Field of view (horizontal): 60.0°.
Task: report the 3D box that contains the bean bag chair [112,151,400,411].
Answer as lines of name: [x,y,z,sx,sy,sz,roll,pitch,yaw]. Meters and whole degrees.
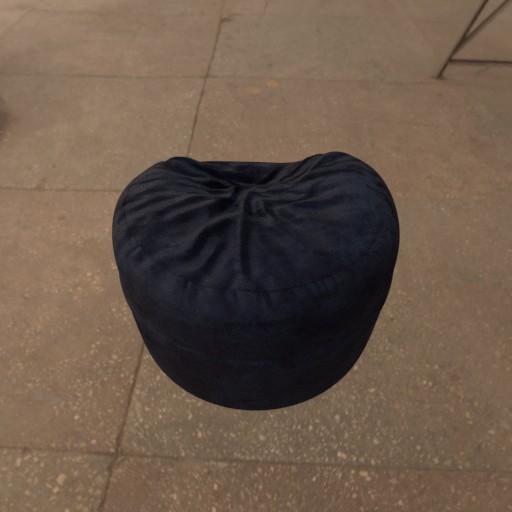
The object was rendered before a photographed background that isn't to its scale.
bean bag chair: [0.000,0.000,1.544,0.918,0.616,0.918,0,47,0]
